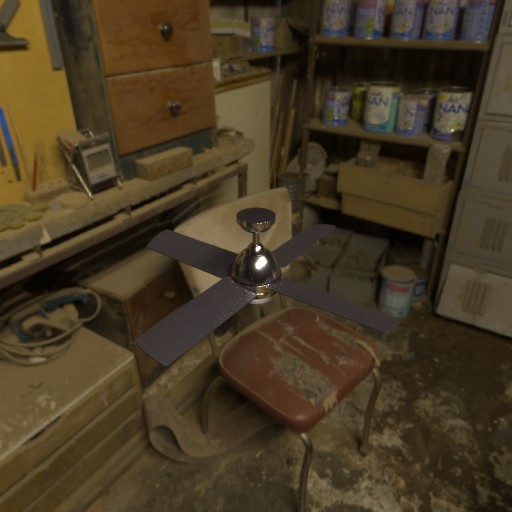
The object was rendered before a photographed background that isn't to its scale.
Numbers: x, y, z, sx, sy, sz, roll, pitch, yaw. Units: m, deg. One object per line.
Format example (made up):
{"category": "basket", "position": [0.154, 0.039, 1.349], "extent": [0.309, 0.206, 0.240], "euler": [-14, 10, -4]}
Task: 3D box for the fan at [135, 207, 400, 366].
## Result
{"category": "fan", "position": [0.000, 0.000, 2.004], "extent": [1.332, 0.403, 1.332], "euler": [19, 34, 30]}
